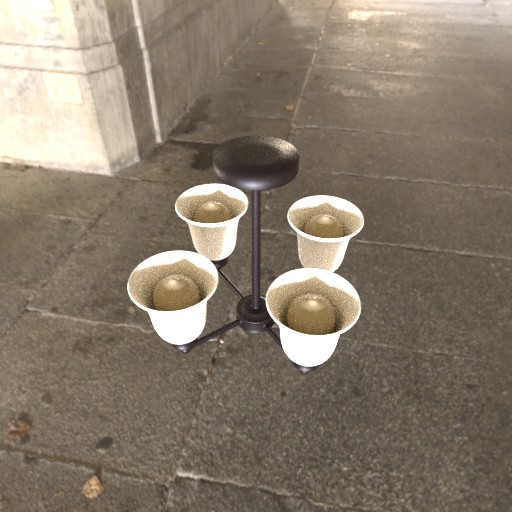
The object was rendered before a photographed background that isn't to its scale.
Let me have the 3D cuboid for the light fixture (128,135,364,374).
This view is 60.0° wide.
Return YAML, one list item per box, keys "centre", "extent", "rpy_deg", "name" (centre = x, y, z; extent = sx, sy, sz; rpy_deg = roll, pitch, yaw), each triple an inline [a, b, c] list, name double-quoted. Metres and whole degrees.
- centre: [0.000, 0.000, 1.838]
  extent: [1.069, 0.925, 1.069]
  rpy_deg: [-23, 46, -25]
  name: "light fixture"
